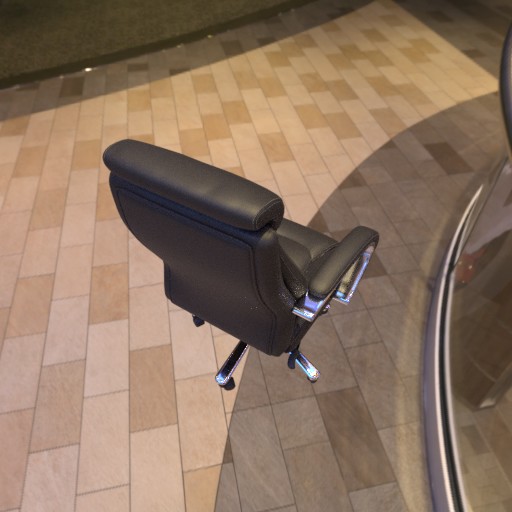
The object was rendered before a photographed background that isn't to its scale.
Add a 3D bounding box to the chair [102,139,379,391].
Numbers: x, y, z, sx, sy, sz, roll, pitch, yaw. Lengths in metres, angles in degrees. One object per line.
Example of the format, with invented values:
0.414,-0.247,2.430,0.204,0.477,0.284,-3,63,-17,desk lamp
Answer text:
0.000,0.000,1.683,0.755,1.183,0.790,24,50,22,chair
